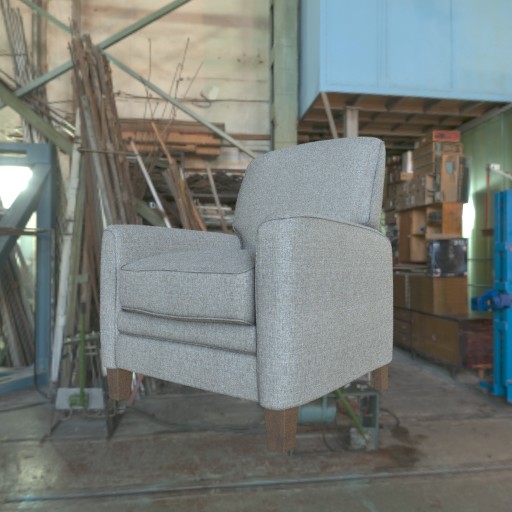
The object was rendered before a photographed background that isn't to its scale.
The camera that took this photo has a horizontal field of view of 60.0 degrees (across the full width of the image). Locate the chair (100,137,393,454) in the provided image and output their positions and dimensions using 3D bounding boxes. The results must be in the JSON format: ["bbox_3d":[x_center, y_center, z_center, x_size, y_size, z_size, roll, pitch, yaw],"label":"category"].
[{"bbox_3d":[0.000,0.000,1.649,0.848,1.014,0.864,0,0,37],"label":"chair"}]
